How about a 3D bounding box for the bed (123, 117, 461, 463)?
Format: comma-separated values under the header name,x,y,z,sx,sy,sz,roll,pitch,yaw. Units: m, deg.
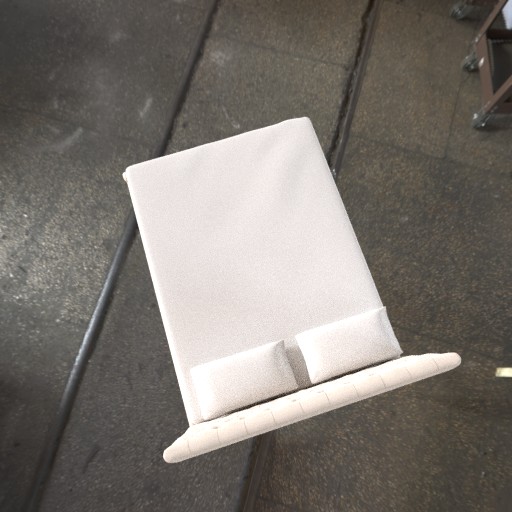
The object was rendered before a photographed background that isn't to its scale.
name,x,y,z,sx,sy,sz,roll,pitch,yaw
bed,0.000,0.000,3.301,1.696,1.426,2.233,-17,76,-4
